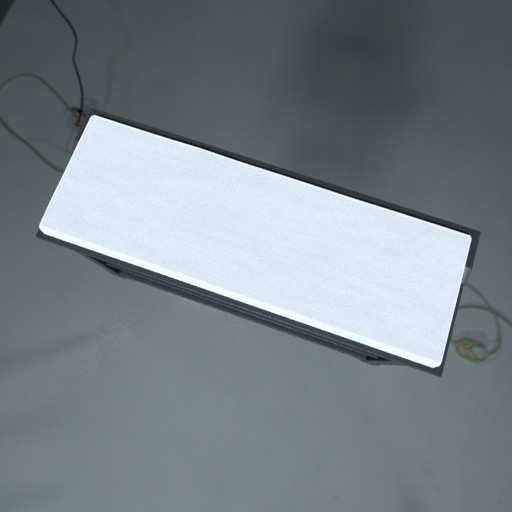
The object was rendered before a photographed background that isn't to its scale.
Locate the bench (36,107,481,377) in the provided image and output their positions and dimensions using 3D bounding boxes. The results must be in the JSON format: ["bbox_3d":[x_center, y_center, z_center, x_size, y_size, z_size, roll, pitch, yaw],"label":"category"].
[{"bbox_3d":[0.000,0.000,1.251,0.973,0.561,0.345,19,78,4],"label":"bench"}]
